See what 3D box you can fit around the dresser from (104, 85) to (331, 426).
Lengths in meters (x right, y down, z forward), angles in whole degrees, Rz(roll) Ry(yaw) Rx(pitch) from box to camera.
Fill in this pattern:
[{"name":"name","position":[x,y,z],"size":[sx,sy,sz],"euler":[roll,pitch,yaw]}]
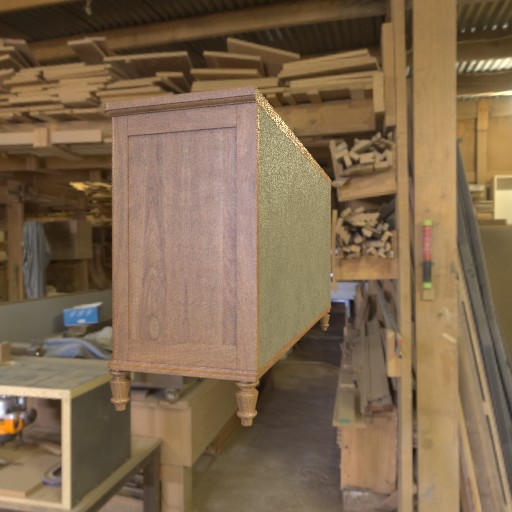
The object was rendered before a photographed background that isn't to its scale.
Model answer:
[{"name":"dresser","position":[0.000,0.000,1.968],"size":[0.468,0.892,1.583],"euler":[0,1,17]}]
